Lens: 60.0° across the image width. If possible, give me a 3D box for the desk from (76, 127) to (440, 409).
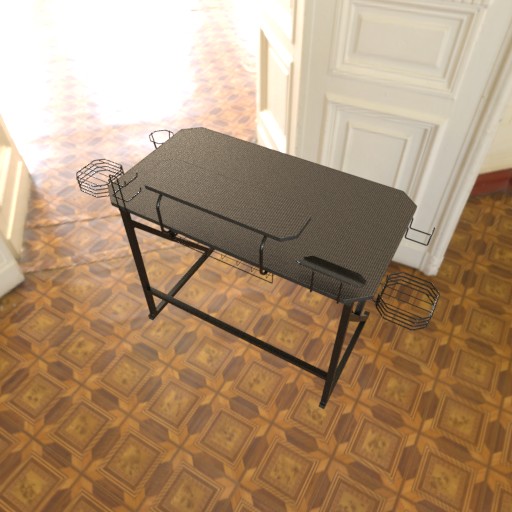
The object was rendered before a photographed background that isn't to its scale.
[{"bbox_3d":[0.000,0.000,1.711,1.290,0.880,0.580,23,51,20],"label":"desk"}]
